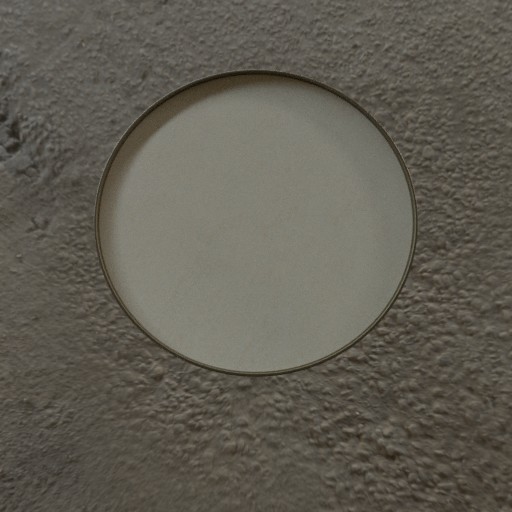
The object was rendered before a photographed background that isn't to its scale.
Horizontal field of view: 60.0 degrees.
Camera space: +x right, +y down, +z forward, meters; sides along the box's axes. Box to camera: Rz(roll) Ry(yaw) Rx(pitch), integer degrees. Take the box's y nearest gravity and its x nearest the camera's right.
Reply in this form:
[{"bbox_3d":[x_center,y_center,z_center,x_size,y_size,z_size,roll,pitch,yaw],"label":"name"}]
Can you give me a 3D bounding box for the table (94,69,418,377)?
[{"bbox_3d":[0.000,0.000,0.931,0.480,0.565,0.480,0,76,0],"label":"table"}]
